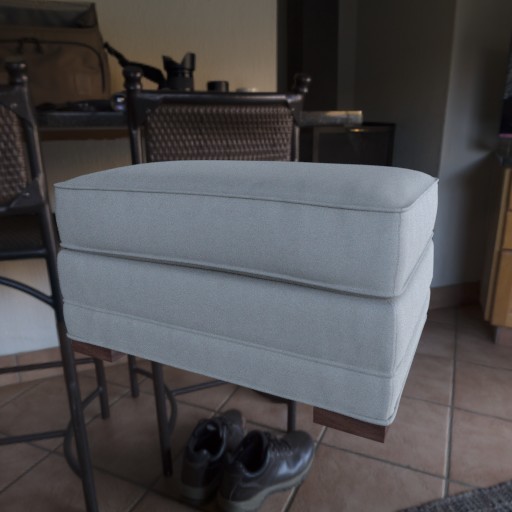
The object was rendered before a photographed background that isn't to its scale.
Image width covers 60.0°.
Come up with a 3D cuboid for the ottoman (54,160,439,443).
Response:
[{"bbox_3d":[0.000,0.000,1.172,0.848,0.482,0.611,8,17,26],"label":"ottoman"}]
